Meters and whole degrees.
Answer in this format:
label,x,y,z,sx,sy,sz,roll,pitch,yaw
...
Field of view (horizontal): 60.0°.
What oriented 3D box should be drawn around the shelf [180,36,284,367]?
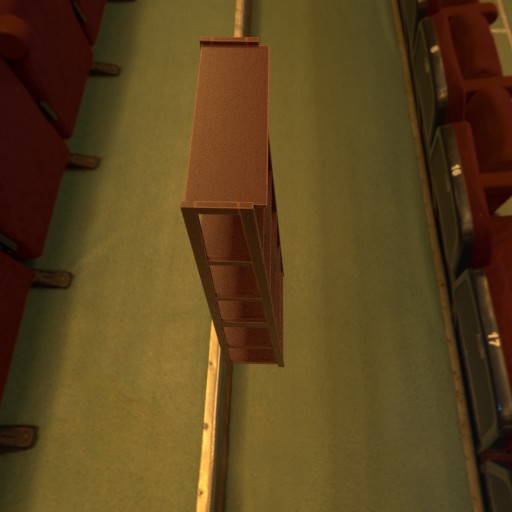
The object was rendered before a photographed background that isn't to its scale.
label,x,y,z,sx,sy,sz,roll,pitch,yaw
shelf,0.000,0.000,2.147,0.381,1.892,0.660,1,64,1
